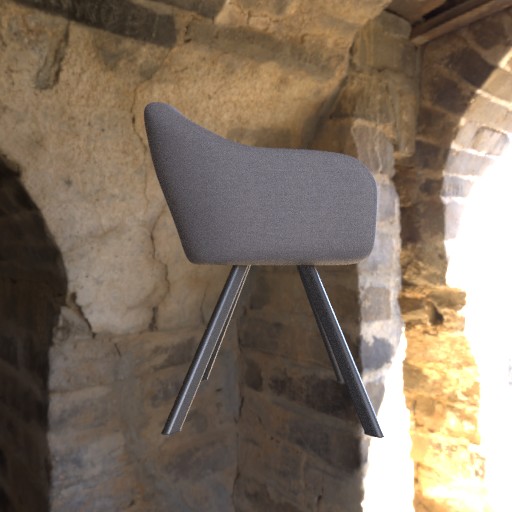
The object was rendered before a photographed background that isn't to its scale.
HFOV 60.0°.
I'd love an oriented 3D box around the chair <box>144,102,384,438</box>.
[{"bbox_3d":[0.000,0.000,1.188,0.570,0.780,0.540,0,0,2],"label":"chair"}]
